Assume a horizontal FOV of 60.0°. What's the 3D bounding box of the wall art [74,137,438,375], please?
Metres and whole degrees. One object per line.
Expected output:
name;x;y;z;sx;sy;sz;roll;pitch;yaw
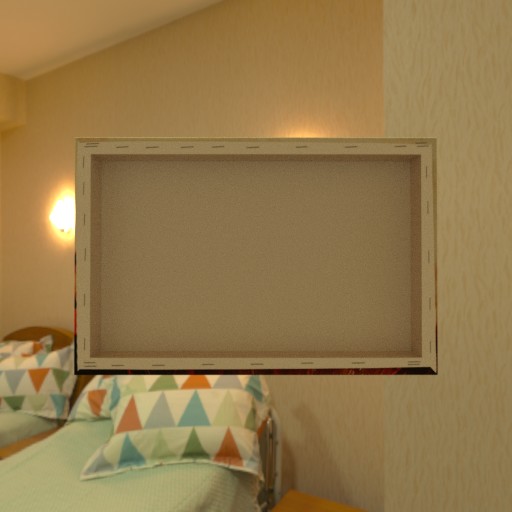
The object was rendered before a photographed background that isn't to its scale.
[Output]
wall art;0.000;0.000;0.485;0.383;0.251;0.037;0;-1;0
